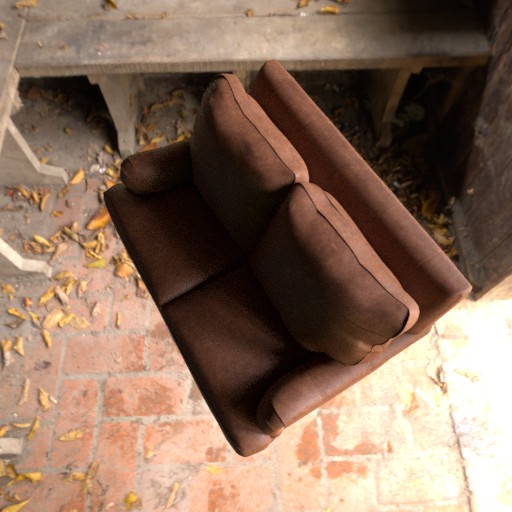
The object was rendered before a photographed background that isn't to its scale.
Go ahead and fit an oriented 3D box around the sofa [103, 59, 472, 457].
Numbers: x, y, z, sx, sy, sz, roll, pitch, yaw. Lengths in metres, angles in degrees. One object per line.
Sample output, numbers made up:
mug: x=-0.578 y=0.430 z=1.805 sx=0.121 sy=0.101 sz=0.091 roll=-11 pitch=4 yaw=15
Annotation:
sofa: x=0.000 y=0.000 z=2.173 sx=1.077 sy=1.004 sz=1.527 roll=-28 pitch=68 yaw=-13
